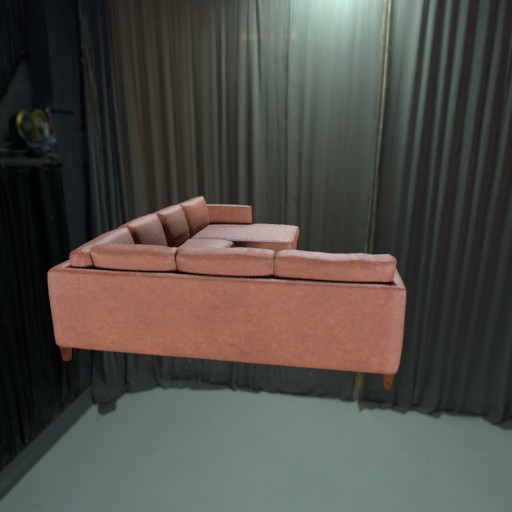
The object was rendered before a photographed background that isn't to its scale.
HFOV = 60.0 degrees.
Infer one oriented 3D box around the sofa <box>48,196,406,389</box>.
[{"bbox_3d":[0.000,0.000,4.743,2.593,0.923,3.460,2,15,9],"label":"sofa"}]
